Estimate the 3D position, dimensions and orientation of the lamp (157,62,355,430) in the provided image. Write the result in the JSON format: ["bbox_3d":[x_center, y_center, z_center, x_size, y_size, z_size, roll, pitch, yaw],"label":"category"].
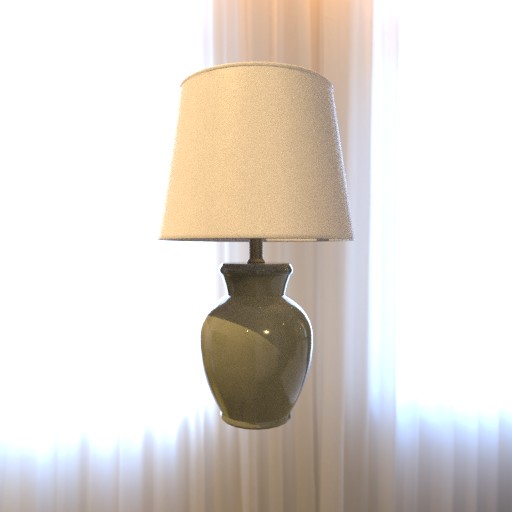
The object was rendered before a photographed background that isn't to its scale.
[{"bbox_3d":[0.000,0.000,0.549,0.239,0.399,0.239,0,1,0],"label":"lamp"}]
